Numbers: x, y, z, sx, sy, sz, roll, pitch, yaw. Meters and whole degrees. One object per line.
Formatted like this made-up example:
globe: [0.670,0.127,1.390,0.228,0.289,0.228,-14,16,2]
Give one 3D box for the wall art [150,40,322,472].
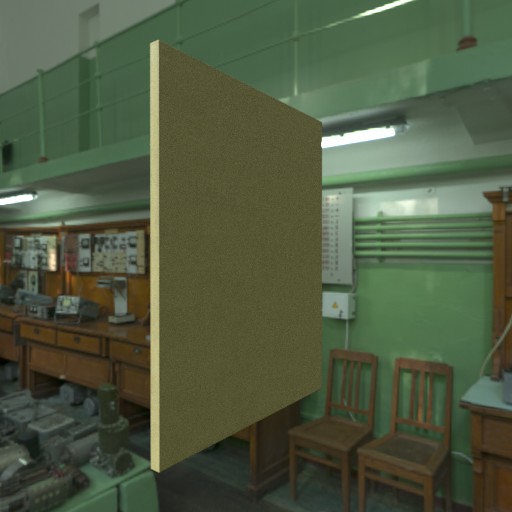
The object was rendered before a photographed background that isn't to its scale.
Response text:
wall art: [0.000,0.000,1.356,0.030,1.002,0.798,0,1,36]
